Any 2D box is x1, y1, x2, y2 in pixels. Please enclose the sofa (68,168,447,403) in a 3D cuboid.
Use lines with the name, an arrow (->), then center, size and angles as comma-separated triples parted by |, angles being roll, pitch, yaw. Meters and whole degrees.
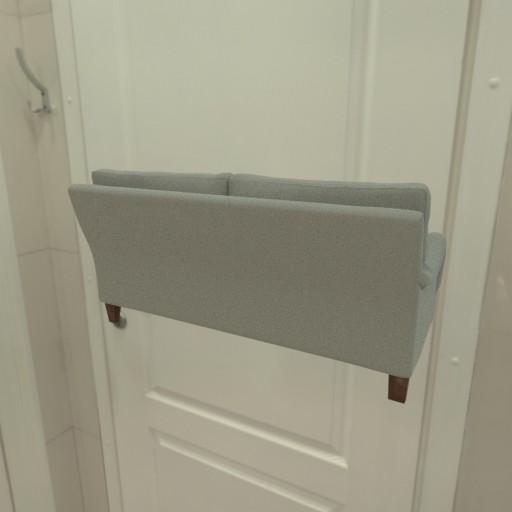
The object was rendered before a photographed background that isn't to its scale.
sofa -> 0.000, 0.000, 2.840 | 2.193, 1.096, 1.069 | 9, 18, 28
